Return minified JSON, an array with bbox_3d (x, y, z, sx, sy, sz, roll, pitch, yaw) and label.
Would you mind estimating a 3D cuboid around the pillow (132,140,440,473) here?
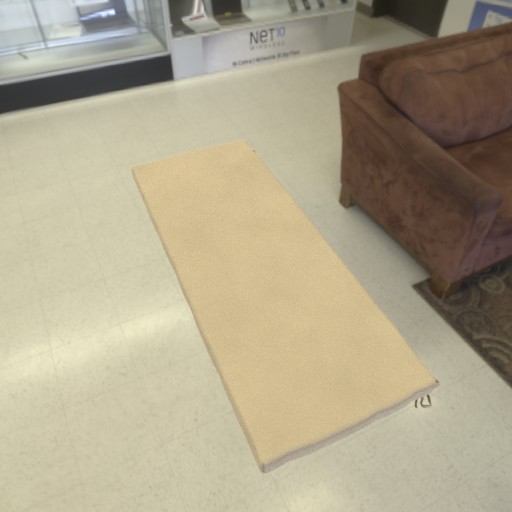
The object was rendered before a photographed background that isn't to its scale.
[{"bbox_3d":[0.000,0.000,1.343,0.492,0.081,1.187,-18,49,-16],"label":"pillow"}]
